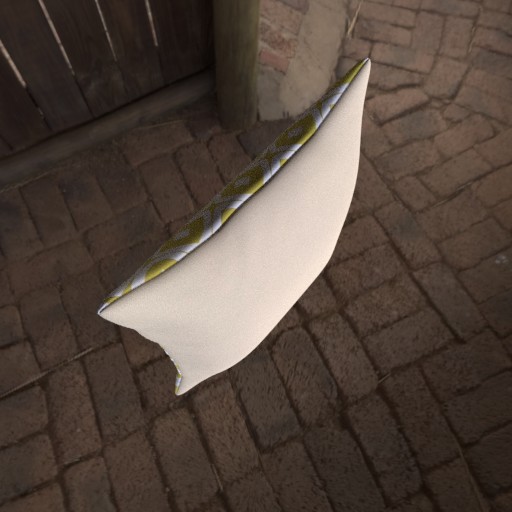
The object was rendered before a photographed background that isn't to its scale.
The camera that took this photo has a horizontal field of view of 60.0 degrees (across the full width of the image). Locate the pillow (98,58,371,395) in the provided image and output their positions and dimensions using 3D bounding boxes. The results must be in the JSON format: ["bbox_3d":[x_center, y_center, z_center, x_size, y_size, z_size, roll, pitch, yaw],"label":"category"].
[{"bbox_3d":[0.000,0.000,0.762,0.188,0.494,0.504,37,69,17],"label":"pillow"}]
